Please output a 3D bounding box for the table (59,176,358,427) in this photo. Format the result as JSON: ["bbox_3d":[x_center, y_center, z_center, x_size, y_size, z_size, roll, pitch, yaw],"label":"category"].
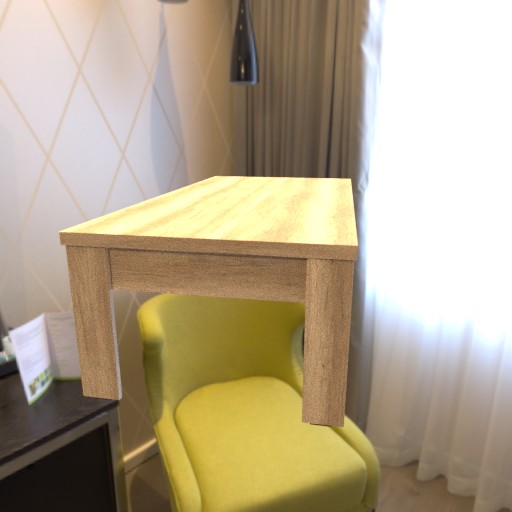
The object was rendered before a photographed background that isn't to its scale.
[{"bbox_3d":[0.000,0.000,1.697,0.700,0.460,1.350,3,16,11],"label":"table"}]
